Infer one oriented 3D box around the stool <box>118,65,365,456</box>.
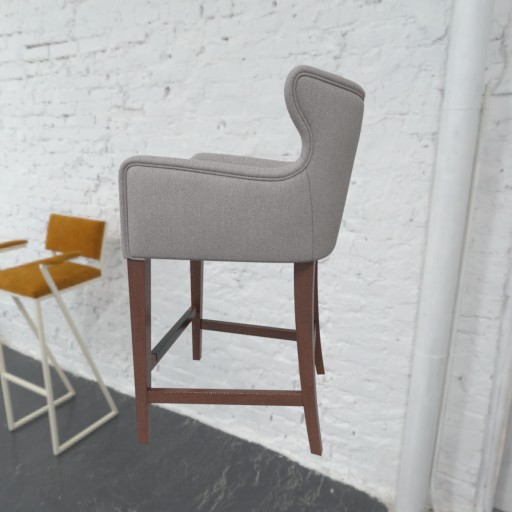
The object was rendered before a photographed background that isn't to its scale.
[{"bbox_3d":[0.000,0.000,1.302,0.575,0.951,0.575,2,14,9],"label":"stool"}]
